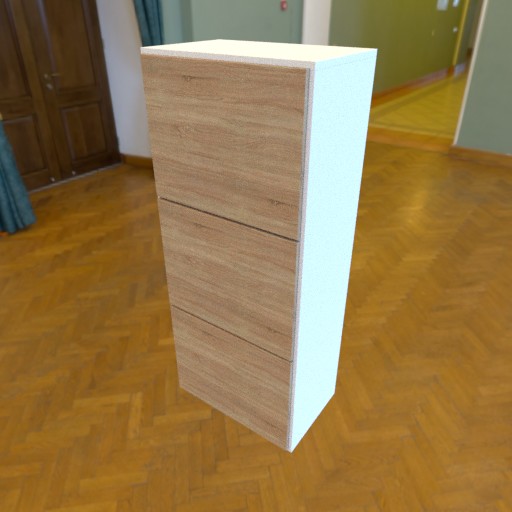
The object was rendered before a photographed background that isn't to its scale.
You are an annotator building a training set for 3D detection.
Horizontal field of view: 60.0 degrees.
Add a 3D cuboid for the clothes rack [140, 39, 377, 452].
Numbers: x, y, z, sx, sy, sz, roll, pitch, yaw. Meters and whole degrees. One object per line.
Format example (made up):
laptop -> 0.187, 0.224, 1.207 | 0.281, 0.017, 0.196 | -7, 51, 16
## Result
clothes rack -> 0.000, 0.000, 1.393 | 0.500, 1.187, 0.331 | 20, 35, 30
